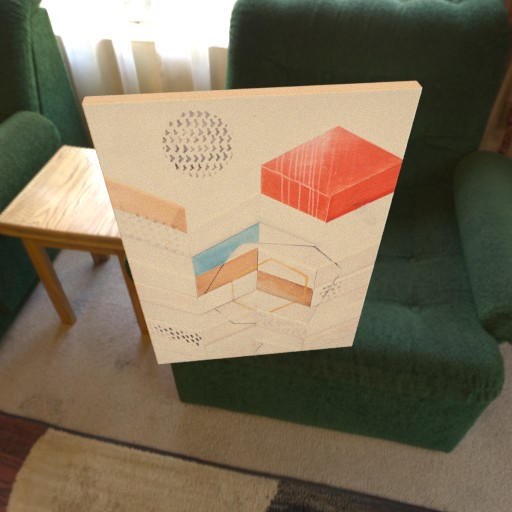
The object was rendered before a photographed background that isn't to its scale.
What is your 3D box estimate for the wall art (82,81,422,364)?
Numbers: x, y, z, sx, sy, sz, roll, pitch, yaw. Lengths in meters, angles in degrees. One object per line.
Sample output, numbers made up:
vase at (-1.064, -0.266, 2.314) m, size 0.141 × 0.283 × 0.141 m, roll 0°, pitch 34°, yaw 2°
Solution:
wall art at (0.000, 0.000, 1.104) m, size 0.613 × 0.848 × 0.036 m, roll -4°, pitch 45°, yaw -4°
